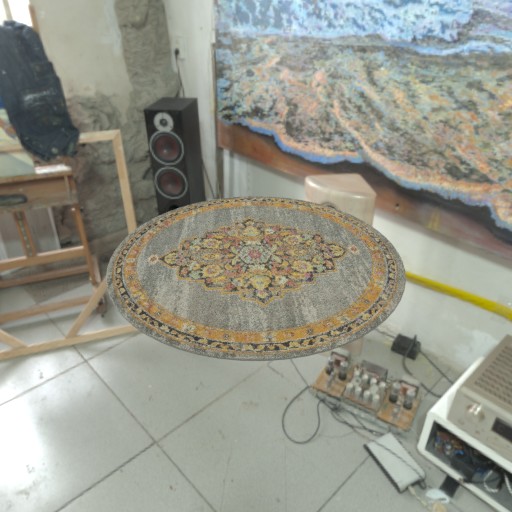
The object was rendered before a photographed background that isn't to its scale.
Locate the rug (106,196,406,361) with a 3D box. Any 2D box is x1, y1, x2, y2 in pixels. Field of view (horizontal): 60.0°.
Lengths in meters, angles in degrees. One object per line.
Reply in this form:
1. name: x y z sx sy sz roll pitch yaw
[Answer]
1. rug: 0.000 0.000 3.663 2.382 0.014 2.382 0 32 0
